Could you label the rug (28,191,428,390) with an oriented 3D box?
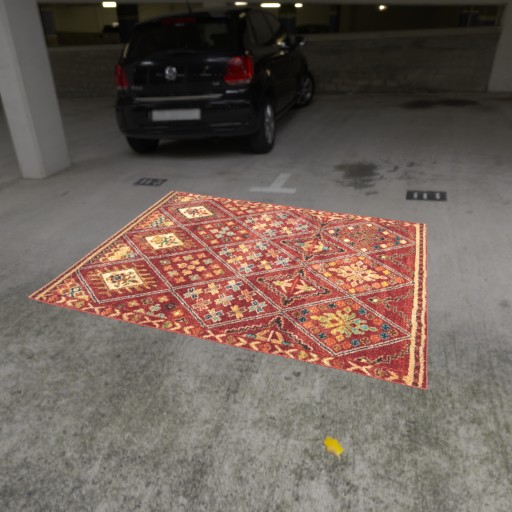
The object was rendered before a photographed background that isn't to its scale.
[{"bbox_3d":[0.000,0.000,4.198,3.086,0.030,2.489,9,31,16],"label":"rug"}]
